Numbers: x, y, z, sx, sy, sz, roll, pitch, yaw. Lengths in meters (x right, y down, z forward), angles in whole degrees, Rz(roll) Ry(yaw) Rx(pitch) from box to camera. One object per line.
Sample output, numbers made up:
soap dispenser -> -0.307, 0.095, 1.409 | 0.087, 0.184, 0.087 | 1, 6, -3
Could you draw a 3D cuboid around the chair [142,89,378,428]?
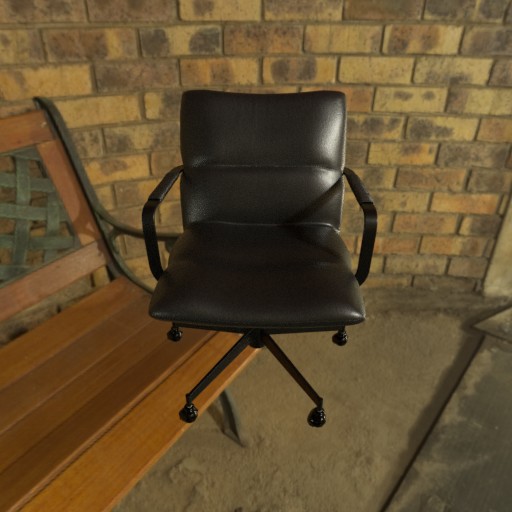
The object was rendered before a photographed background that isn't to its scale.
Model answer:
chair -> 0.000, 0.000, 1.452 | 0.719, 0.922, 0.748 | 1, 30, 2
